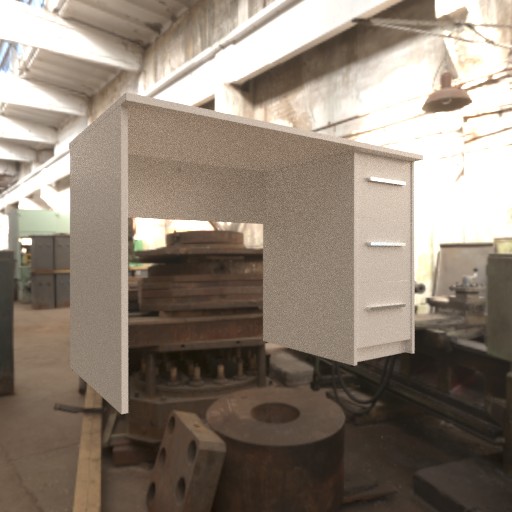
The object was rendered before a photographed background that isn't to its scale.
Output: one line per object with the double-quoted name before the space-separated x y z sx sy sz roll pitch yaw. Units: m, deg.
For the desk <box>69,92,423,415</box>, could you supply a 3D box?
"desk" 0.000 0.000 1.531 1.097 0.735 0.560 0 0 -35
